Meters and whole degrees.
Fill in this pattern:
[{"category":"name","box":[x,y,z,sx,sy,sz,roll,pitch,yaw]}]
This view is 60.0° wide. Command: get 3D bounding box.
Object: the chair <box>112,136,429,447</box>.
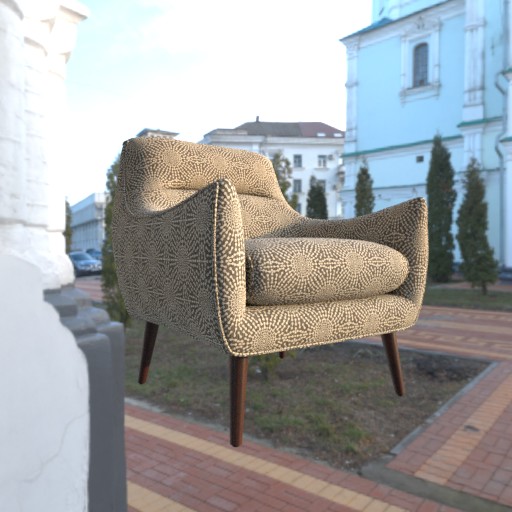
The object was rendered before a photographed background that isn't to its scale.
[{"category":"chair","box":[0.000,0.000,1.431,0.762,0.838,0.787,-1,1,-36]}]
